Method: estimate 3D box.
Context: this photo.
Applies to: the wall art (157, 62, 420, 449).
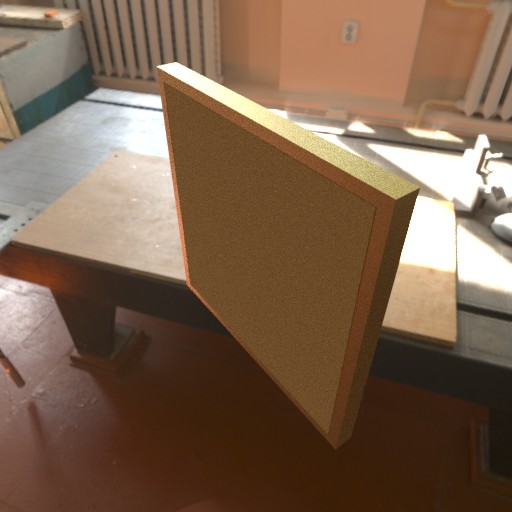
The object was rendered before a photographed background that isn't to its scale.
[{"bbox_3d":[0.000,0.000,1.924,0.095,1.284,1.284,-26,47,-27],"label":"wall art"}]
